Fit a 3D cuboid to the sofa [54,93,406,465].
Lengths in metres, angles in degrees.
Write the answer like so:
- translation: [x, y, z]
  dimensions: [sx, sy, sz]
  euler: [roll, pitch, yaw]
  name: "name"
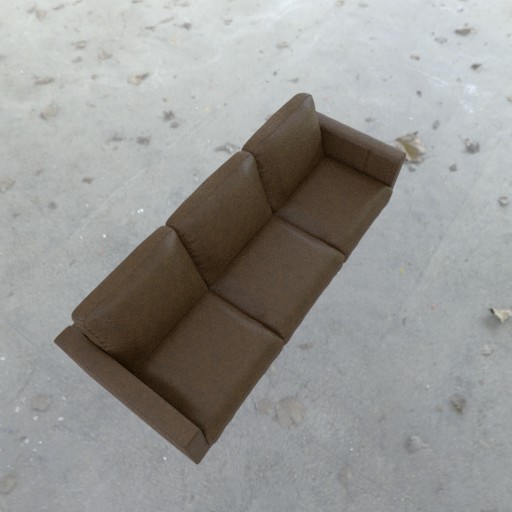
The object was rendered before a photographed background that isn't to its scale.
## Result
- translation: [0.000, 0.000, 2.742]
  dimensions: [0.903, 0.930, 2.231]
  euler: [31, 63, 18]
  name: "sofa"
